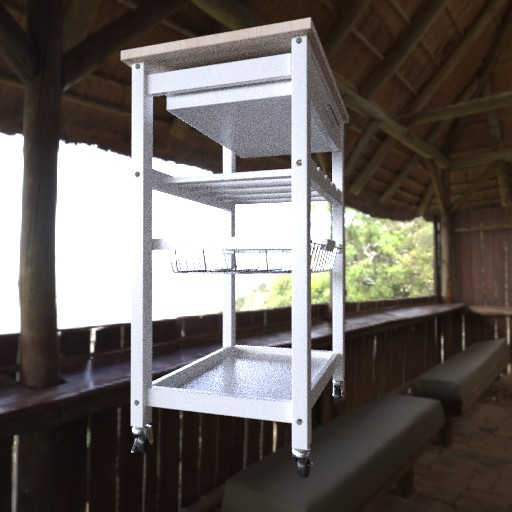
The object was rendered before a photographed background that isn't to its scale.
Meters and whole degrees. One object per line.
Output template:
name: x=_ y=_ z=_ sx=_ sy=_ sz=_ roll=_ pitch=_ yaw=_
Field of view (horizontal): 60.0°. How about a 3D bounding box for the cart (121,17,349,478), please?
cart: x=0.000 y=0.000 z=1.135 sx=0.406 sy=0.857 sz=0.578 roll=0 pitch=-1 yaw=18
